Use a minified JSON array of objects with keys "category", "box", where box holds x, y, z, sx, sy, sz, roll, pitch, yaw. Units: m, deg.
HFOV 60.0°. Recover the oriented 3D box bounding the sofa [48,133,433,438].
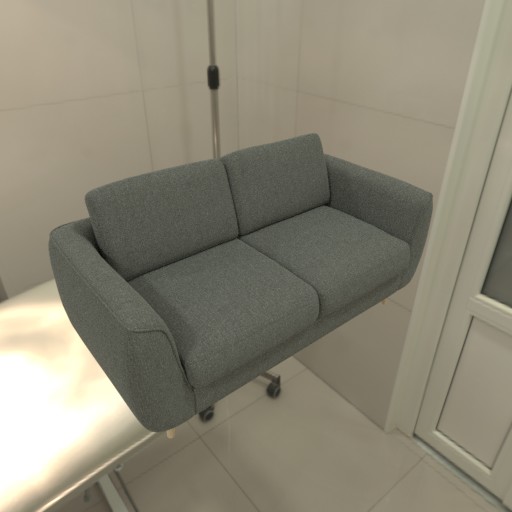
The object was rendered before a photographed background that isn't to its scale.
[{"category":"sofa","box":[0.000,0.000,2.153,1.700,0.870,0.920,-23,38,-32]}]
